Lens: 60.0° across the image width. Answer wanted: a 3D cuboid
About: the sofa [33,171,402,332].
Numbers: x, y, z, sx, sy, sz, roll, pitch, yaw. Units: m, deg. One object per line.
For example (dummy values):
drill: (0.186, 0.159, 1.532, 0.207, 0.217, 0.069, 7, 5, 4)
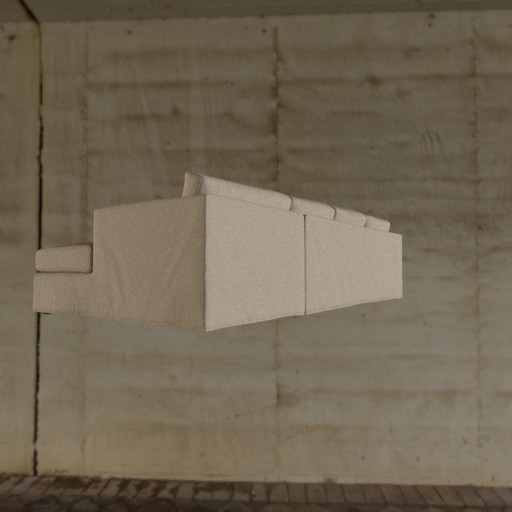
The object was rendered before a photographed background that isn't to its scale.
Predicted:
sofa: (0.000, 0.000, 3.930, 1.622, 0.871, 3.206, -1, -2, 35)
